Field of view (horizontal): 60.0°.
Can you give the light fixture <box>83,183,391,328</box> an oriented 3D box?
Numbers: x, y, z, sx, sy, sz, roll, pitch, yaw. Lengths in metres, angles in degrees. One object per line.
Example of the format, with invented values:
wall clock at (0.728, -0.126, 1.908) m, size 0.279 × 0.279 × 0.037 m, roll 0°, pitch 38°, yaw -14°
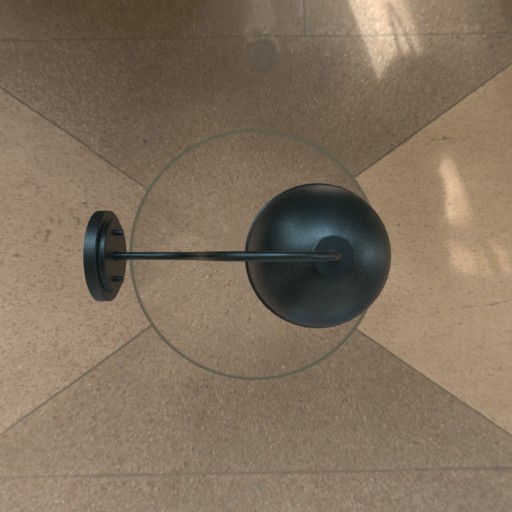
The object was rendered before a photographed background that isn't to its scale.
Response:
light fixture at (0.000, 0.000, 0.633) m, size 0.467 × 0.295 × 0.253 m, roll 0°, pitch 90°, yaw 0°
